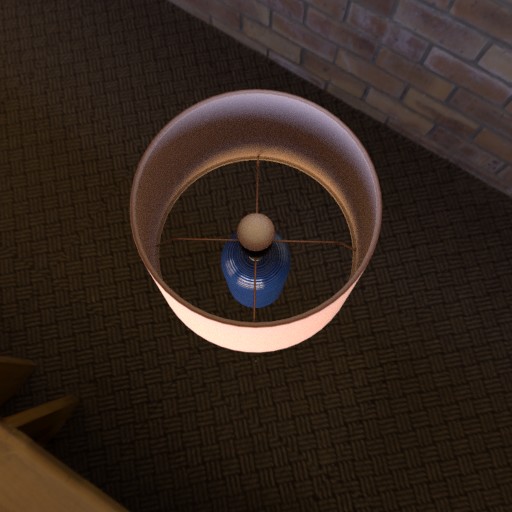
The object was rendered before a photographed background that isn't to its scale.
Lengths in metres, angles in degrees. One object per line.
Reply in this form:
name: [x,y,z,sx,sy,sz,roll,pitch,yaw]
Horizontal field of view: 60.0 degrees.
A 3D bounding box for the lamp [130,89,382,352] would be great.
lamp: [0.000,0.000,0.858,0.367,0.609,0.367,0,77,0]
